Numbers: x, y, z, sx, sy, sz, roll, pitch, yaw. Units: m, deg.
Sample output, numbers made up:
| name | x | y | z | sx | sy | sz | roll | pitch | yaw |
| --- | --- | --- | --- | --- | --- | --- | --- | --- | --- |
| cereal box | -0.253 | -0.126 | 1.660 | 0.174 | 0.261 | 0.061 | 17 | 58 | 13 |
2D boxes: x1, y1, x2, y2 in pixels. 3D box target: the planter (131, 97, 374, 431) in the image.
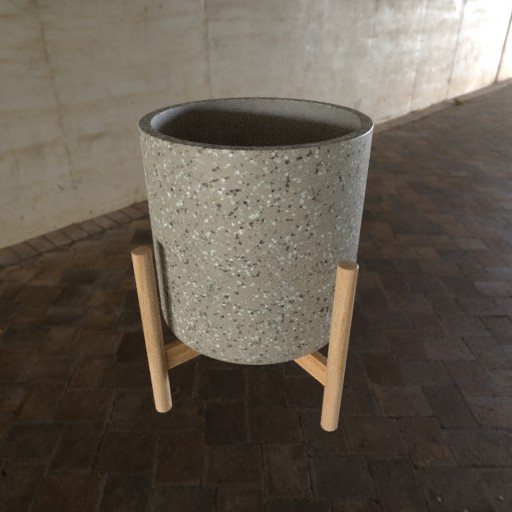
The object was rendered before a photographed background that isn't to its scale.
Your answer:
| name | x | y | z | sx | sy | sz | roll | pitch | yaw |
| --- | --- | --- | --- | --- | --- | --- | --- | --- | --- |
| planter | 0.000 | 0.000 | 0.689 | 0.360 | 0.419 | 0.360 | -7 | 30 | -13 |
